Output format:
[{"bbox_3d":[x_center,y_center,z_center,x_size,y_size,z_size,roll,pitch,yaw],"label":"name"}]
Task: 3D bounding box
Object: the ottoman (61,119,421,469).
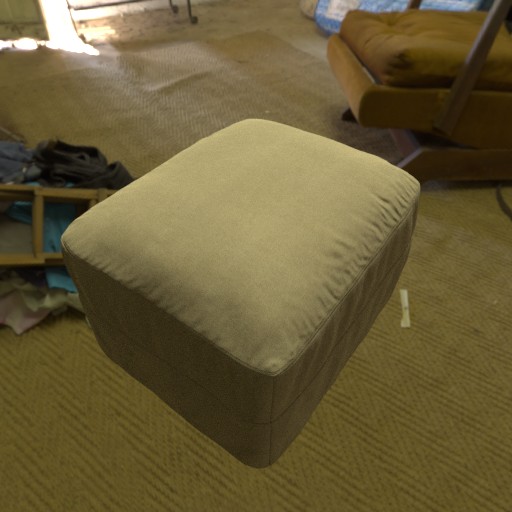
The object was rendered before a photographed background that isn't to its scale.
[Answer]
[{"bbox_3d":[0.000,0.000,1.082,0.584,0.480,0.712,26,49,26],"label":"ottoman"}]
